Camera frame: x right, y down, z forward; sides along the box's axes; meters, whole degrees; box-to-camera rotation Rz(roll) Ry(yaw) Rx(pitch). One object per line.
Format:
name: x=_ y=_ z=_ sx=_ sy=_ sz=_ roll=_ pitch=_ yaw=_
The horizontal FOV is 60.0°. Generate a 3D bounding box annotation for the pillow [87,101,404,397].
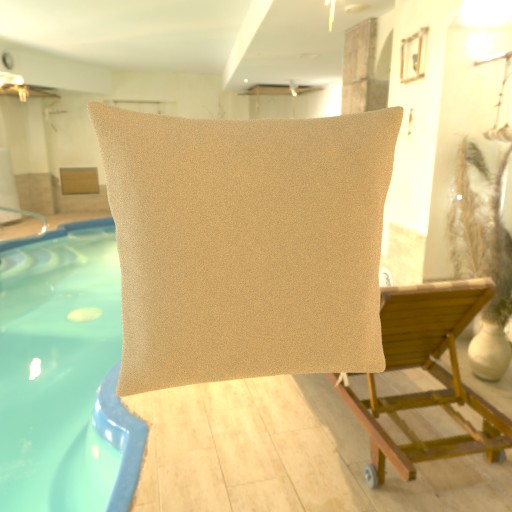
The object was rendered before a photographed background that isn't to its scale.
pillow: x=0.000 y=0.000 z=0.782 sx=0.523 sy=0.510 sz=0.166 roll=-2 pitch=14 yaw=-9
